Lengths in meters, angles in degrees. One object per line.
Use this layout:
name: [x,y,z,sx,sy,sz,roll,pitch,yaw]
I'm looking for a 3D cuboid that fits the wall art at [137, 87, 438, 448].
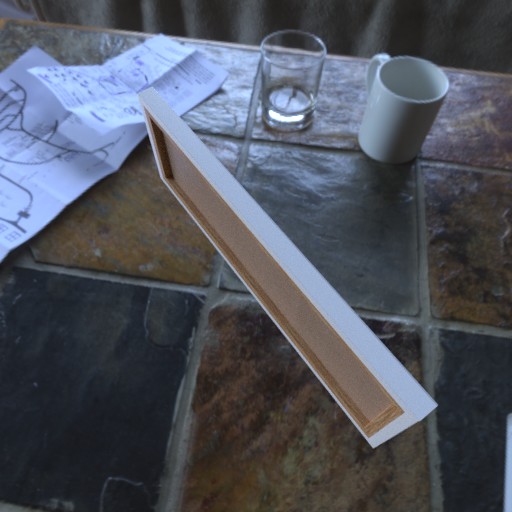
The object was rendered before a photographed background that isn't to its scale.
wall art: [0.000,0.000,0.840,0.036,0.256,0.766,-32,64,-17]
